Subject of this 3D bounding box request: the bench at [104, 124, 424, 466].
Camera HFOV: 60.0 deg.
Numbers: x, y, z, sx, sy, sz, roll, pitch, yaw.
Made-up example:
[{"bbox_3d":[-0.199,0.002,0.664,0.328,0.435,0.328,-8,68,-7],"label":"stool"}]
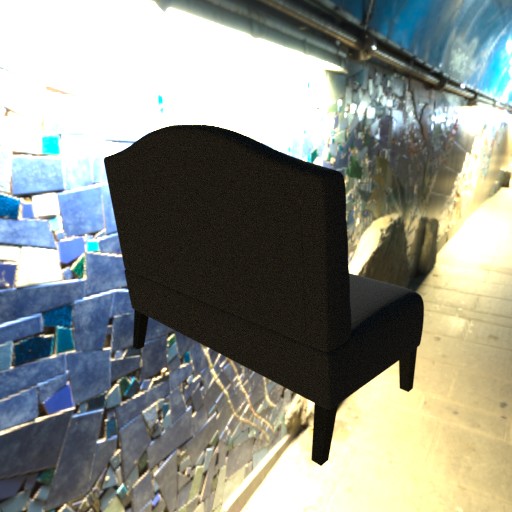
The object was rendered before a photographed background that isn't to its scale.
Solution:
[{"bbox_3d":[0.000,0.000,2.083,1.335,1.180,0.815,15,21,43],"label":"bench"}]
